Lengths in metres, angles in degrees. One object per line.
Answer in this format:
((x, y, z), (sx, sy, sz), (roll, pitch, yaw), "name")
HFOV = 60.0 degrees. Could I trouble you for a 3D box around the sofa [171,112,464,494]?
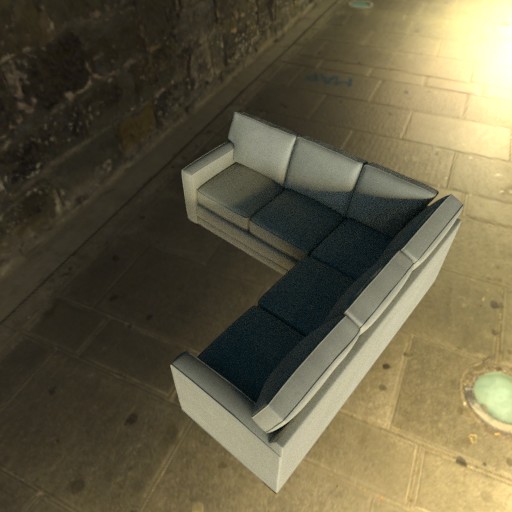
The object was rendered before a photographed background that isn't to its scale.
((0.000, 0.000, 3.349), (2.188, 0.936, 2.211), (30, 53, 26), "sofa")
